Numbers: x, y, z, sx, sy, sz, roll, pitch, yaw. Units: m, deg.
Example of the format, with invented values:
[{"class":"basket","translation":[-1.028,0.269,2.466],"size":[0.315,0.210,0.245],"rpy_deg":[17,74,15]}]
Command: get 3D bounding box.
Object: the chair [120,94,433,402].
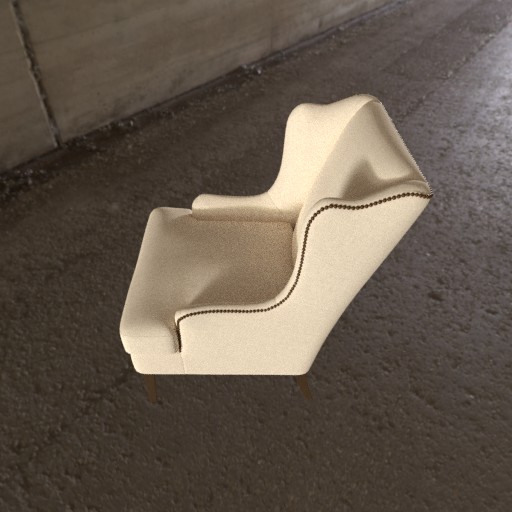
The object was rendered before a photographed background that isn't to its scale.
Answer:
[{"class":"chair","translation":[0.000,0.000,1.717],"size":[0.940,1.029,0.737],"rpy_deg":[-1,41,-1]}]
